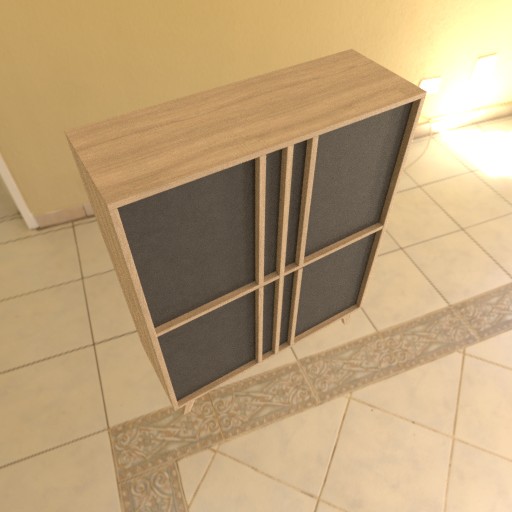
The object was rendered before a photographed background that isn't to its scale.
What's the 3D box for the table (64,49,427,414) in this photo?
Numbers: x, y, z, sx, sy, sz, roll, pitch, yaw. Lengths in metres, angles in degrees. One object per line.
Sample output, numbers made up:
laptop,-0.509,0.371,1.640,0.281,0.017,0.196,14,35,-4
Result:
table,0.000,0.000,1.927,1.111,1.388,0.398,-24,52,-20
